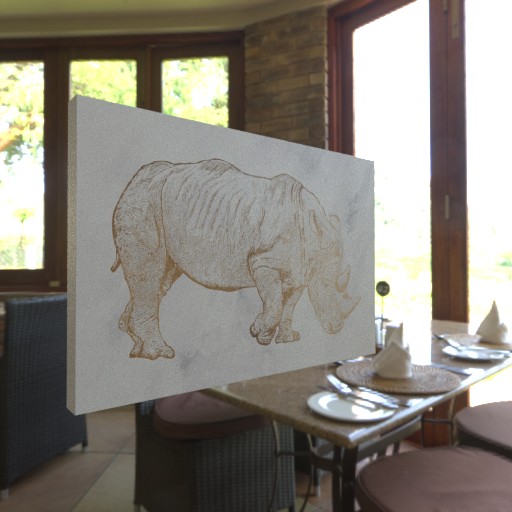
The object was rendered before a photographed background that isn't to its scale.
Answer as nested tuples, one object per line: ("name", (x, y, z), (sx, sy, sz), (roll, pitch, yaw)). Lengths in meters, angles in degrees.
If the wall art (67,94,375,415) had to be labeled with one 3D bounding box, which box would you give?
("wall art", (0.000, 0.000, 0.764), (0.609, 0.407, 0.038), (1, -1, -38))
